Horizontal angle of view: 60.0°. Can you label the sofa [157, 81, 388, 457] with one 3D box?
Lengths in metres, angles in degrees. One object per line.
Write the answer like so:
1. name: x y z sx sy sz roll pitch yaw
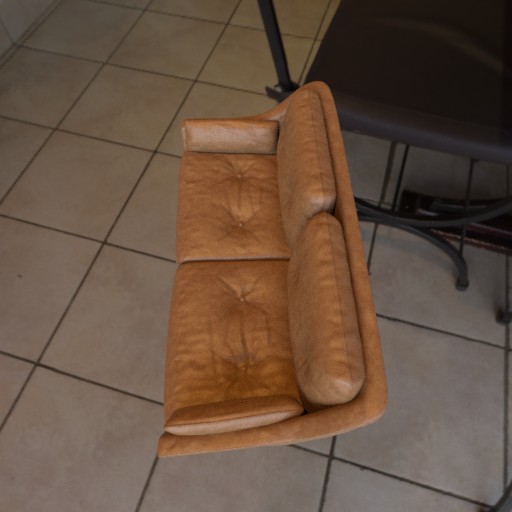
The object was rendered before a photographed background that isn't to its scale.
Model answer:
1. sofa: 0.000 0.000 2.298 0.904 0.839 1.902 -2 59 -1
